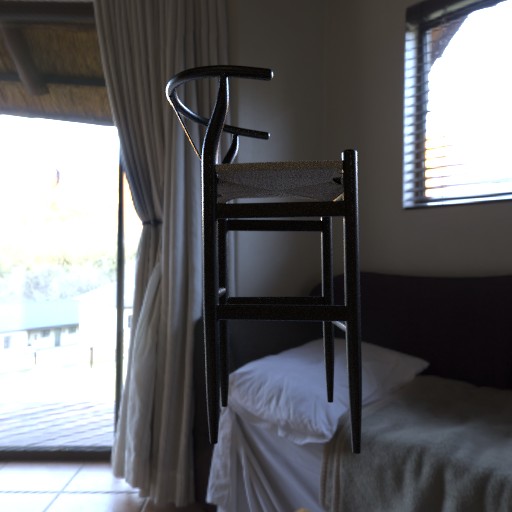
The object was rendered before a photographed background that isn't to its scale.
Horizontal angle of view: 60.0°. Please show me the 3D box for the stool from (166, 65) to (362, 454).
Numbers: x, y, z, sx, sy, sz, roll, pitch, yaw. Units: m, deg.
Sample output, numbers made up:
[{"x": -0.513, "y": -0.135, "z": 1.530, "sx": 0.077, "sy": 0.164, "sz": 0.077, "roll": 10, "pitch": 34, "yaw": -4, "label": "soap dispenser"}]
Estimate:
[{"x": 0.000, "y": 0.000, "z": 1.445, "sx": 0.579, "sy": 1.072, "sz": 0.569, "roll": 0, "pitch": -2, "yaw": 1, "label": "stool"}]
